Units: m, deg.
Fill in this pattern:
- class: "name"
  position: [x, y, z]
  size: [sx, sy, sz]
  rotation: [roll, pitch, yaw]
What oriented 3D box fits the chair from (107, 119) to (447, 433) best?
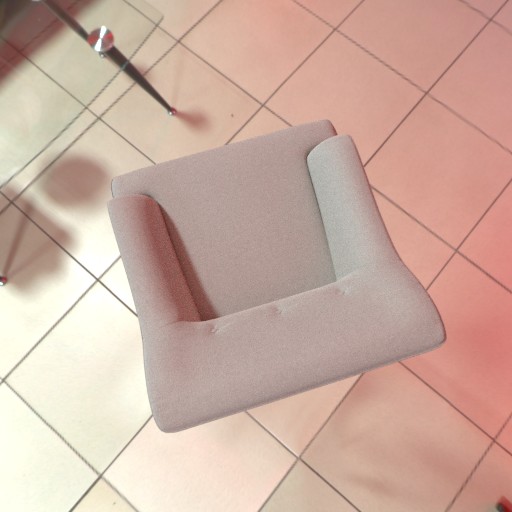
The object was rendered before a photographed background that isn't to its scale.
- class: "chair"
  position: [0.000, 0.000, 1.633]
  size: [0.946, 0.818, 0.951]
  rotation: [-16, 77, -4]
